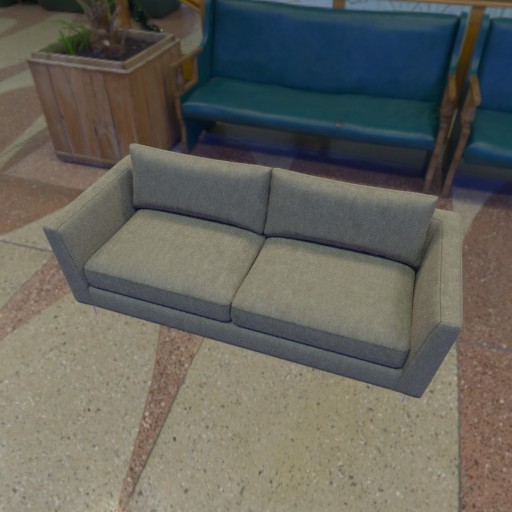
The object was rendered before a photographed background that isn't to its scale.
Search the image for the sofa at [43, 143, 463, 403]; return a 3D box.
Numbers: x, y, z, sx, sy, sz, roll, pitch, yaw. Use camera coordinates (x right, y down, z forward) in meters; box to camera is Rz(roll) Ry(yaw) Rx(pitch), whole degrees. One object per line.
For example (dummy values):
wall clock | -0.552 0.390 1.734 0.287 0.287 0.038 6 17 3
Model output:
sofa | 0.000 0.000 2.564 2.121 0.864 0.889 13 42 14
